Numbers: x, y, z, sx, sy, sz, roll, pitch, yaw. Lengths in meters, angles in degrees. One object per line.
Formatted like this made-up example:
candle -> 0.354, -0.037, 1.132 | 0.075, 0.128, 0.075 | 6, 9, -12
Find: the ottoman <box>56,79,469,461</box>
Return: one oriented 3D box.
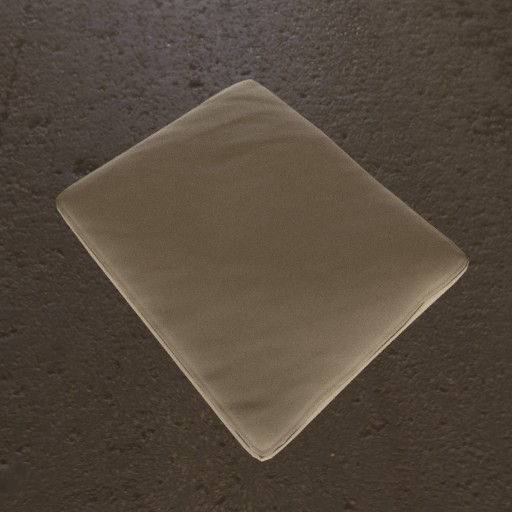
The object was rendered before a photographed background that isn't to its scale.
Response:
ottoman -> 0.000, 0.000, 1.495 | 0.836, 0.492, 1.002 | -38, 70, -17
